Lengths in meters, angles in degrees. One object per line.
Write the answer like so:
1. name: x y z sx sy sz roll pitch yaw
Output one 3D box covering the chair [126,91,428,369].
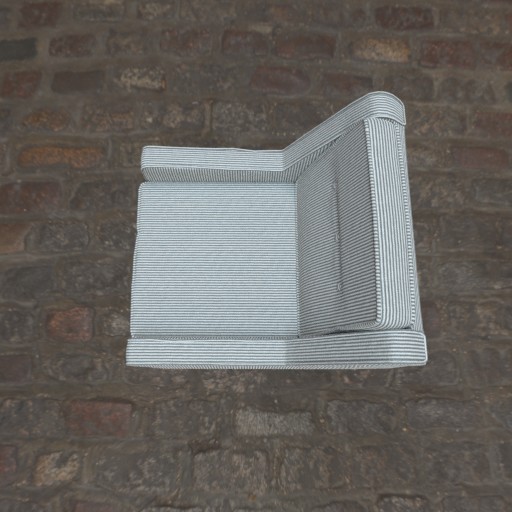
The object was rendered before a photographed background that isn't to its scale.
1. chair: 0.000 0.000 1.344 0.743 0.792 0.663 0 75 0
